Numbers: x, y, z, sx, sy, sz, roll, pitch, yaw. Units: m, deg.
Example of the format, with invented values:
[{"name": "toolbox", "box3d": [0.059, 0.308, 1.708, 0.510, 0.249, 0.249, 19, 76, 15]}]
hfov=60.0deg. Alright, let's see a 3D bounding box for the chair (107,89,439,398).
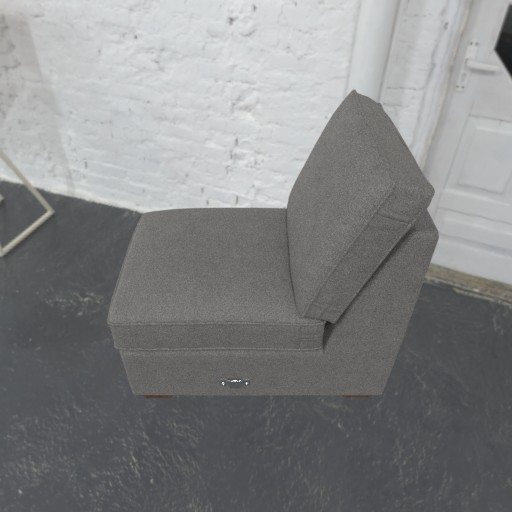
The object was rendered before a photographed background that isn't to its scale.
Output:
[{"name": "chair", "box3d": [0.000, 0.000, 1.560, 0.938, 0.970, 0.621, 0, 41, 0]}]
